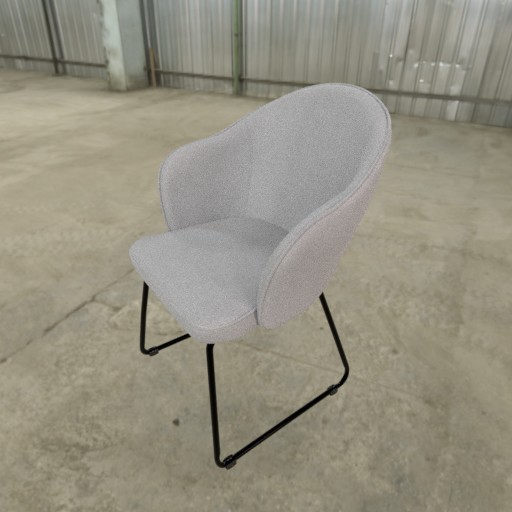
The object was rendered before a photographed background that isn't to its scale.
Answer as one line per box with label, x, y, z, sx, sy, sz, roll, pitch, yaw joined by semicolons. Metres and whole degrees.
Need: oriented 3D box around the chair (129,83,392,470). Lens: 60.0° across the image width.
chair;0.000;0.000;1.193;0.592;0.817;0.570;-20;37;-30
